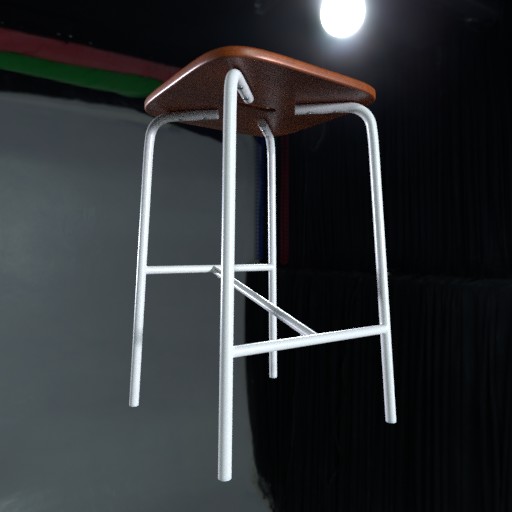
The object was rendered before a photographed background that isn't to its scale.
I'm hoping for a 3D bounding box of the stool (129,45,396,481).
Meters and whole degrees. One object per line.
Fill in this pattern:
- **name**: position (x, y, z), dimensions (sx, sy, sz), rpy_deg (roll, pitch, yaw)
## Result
- **stool**: position (0.000, 0.000, 0.859), dimensions (0.376, 0.610, 0.376), rpy_deg (0, 1, -35)
